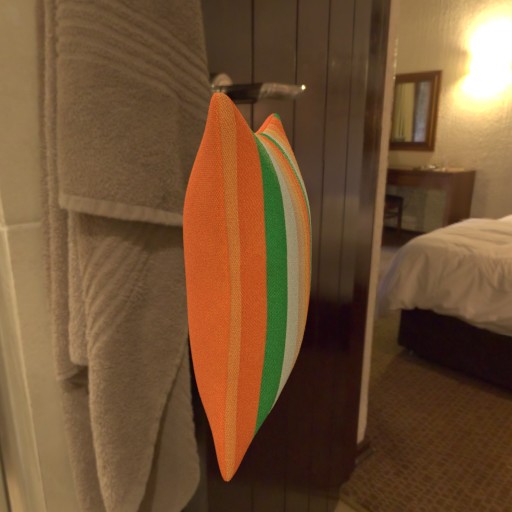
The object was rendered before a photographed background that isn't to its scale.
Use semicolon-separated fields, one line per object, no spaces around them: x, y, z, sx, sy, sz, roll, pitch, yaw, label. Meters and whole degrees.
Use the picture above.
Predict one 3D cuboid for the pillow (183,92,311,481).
0.000;0.000;0.690;0.169;0.444;0.453;2;15;9;pillow
